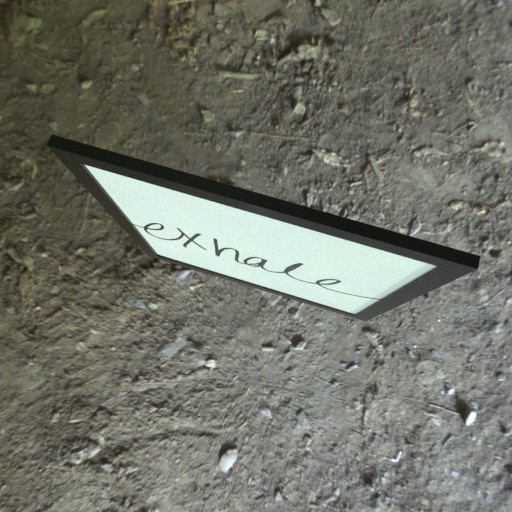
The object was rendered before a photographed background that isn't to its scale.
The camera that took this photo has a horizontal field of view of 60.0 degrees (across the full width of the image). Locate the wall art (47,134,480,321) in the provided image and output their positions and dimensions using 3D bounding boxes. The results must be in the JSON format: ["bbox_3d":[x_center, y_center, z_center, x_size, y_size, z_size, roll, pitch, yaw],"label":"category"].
[{"bbox_3d":[0.000,0.000,0.654,0.446,0.445,0.014,16,76,4],"label":"wall art"}]
